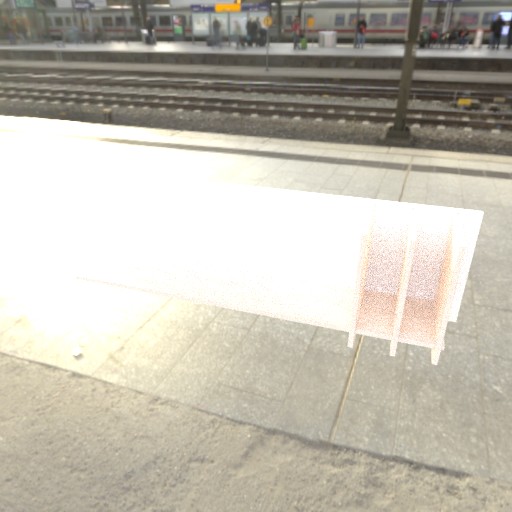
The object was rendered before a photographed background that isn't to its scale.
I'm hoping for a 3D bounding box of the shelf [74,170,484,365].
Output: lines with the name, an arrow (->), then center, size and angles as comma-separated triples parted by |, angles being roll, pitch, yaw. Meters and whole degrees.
shelf -> 0.000, 0.000, 1.135 | 1.020, 0.300, 0.200 | 9, 29, 16
